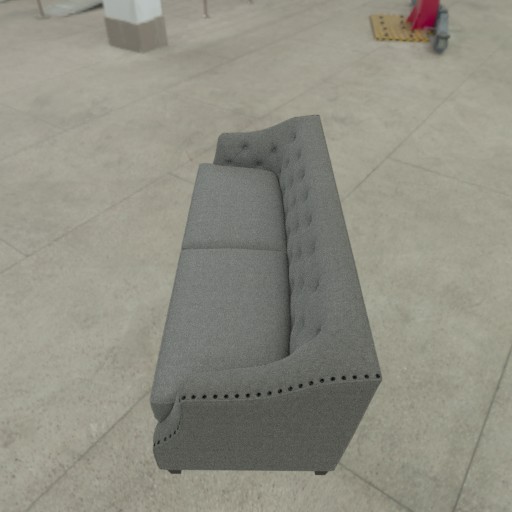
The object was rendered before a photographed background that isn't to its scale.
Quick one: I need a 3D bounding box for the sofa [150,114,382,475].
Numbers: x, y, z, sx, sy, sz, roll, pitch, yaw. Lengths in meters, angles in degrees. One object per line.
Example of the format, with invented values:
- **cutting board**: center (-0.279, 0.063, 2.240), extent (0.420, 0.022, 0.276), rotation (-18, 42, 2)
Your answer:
- **sofa**: center (0.000, 0.000, 2.648), extent (0.914, 0.901, 2.235), rotation (0, 41, 0)
